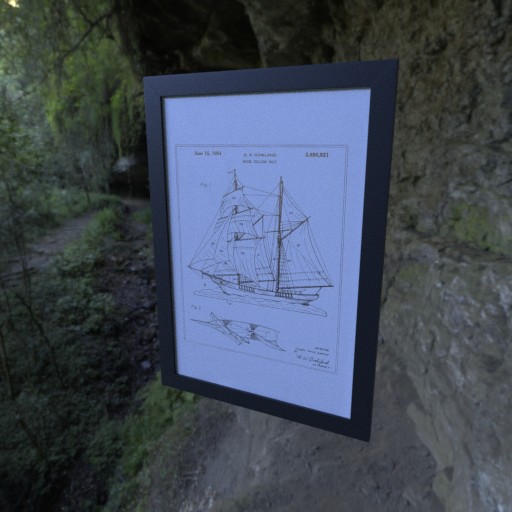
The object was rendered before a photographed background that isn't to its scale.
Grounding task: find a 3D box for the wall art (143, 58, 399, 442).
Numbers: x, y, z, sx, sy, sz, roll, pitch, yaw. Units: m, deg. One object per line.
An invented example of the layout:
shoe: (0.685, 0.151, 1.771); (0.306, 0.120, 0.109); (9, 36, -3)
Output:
wall art: (0.000, 0.000, 0.681); (0.381, 0.534, 0.013); (7, 16, 24)
